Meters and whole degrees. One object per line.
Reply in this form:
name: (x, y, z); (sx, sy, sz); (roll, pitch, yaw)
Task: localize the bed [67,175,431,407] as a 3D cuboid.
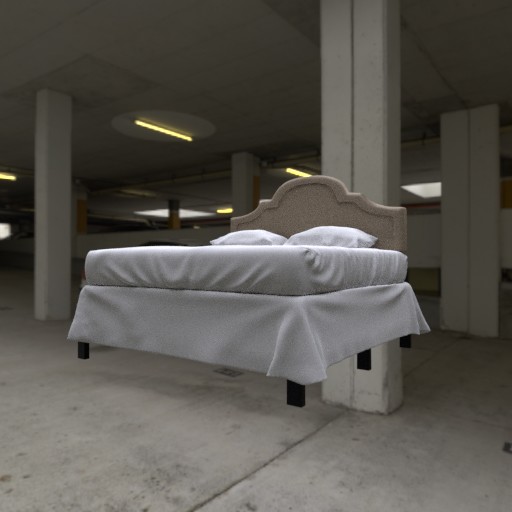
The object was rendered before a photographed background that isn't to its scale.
bed: (0.000, 0.000, 3.743); (2.303, 1.631, 2.222); (0, -1, 35)
